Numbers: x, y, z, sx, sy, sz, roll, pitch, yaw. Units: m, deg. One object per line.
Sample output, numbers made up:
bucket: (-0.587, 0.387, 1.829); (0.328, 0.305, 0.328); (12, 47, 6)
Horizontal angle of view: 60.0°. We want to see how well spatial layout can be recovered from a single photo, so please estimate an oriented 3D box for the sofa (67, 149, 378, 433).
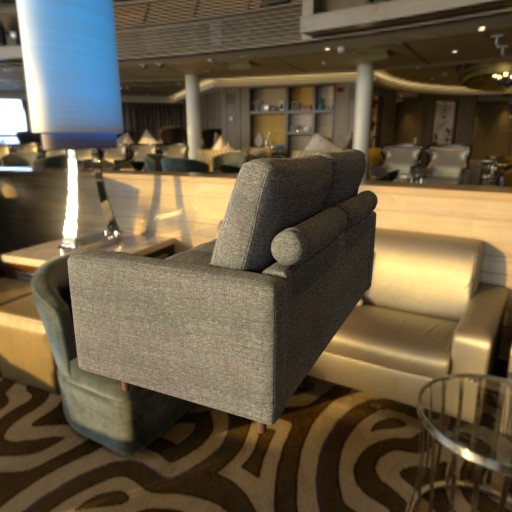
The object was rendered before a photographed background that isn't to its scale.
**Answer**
sofa: (0.000, 0.000, 1.981); (0.842, 0.907, 1.407); (7, 17, 25)
